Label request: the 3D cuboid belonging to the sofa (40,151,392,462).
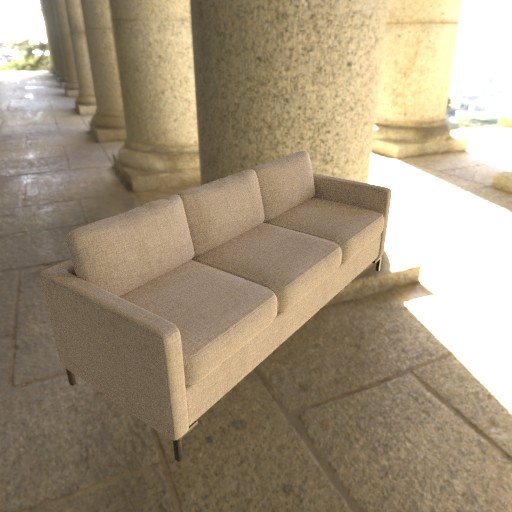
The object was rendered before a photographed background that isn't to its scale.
[{"bbox_3d":[0.000,0.000,2.692,0.859,0.874,2.218,18,31,32],"label":"sofa"}]
